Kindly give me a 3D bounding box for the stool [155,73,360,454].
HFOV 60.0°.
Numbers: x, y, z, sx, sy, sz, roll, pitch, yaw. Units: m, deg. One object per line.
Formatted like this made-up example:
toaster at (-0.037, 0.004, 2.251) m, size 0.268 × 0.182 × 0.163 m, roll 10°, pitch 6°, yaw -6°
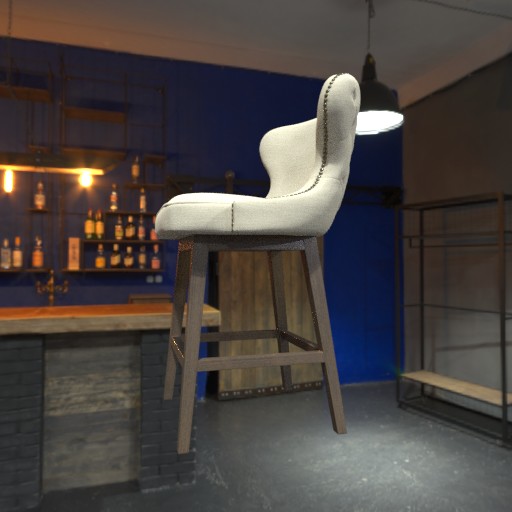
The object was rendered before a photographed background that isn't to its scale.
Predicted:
stool at (0.000, 0.000, 1.374) m, size 0.597 × 0.972 × 0.615 m, roll 0°, pitch 0°, yaw -16°
